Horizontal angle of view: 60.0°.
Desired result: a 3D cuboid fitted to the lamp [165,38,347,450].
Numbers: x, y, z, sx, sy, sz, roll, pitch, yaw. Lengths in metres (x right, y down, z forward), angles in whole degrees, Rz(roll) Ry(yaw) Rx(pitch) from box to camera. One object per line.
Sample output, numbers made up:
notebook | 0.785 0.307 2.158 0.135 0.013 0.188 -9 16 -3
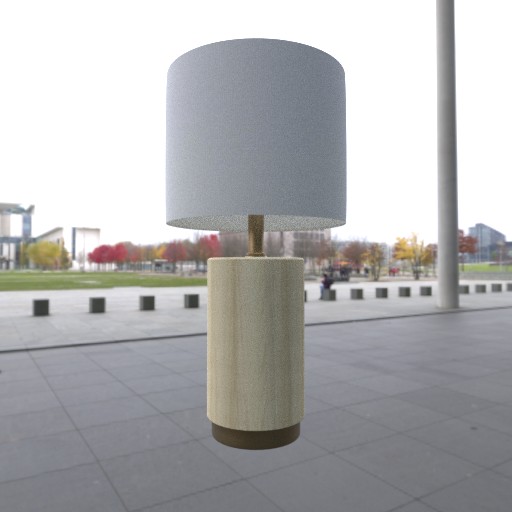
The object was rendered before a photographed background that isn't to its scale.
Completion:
lamp | 0.000 0.000 0.564 0.228 0.444 0.228 0 -1 -17
